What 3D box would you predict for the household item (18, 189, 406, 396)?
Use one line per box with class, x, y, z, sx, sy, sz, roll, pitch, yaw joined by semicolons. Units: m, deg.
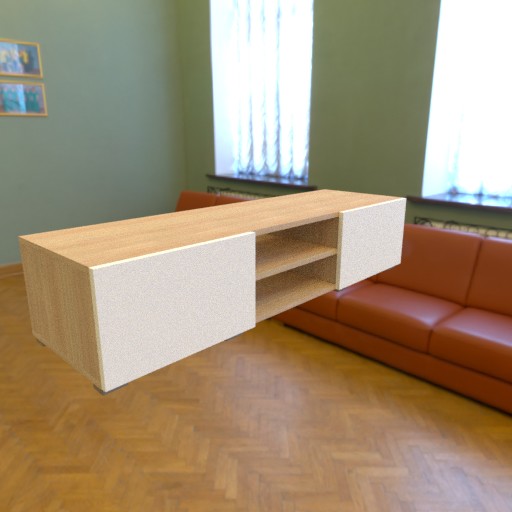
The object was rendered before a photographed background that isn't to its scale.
household item;0.000;0.000;1.574;0.420;0.310;1.400;15;21;42
